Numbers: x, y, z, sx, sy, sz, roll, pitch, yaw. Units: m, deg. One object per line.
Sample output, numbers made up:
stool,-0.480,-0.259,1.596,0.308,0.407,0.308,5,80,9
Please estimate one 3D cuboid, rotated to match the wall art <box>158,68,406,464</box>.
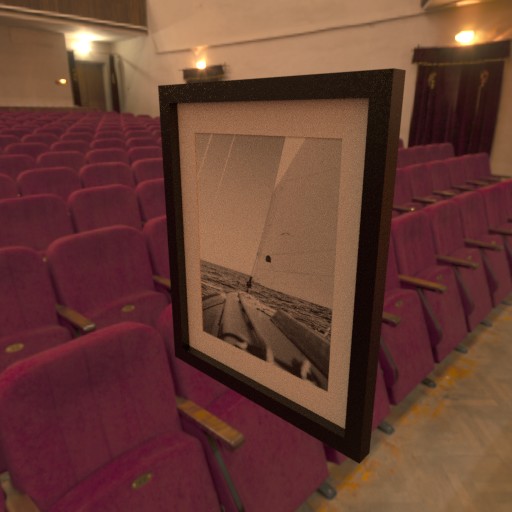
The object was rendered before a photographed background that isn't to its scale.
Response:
wall art,0.000,0.000,0.753,0.461,0.558,0.031,16,24,41
